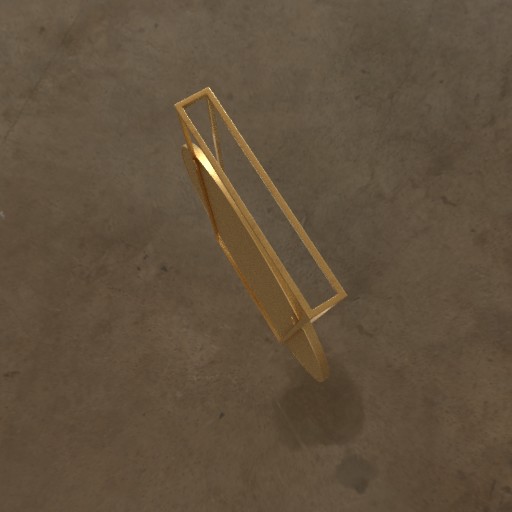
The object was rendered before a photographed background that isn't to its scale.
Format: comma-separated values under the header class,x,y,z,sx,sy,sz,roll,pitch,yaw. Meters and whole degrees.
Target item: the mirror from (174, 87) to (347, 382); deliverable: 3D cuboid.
class,x,y,z,sx,sy,sz,roll,pitch,yaw
mirror,0.000,0.000,0.822,0.051,0.603,0.508,-31,78,-7
